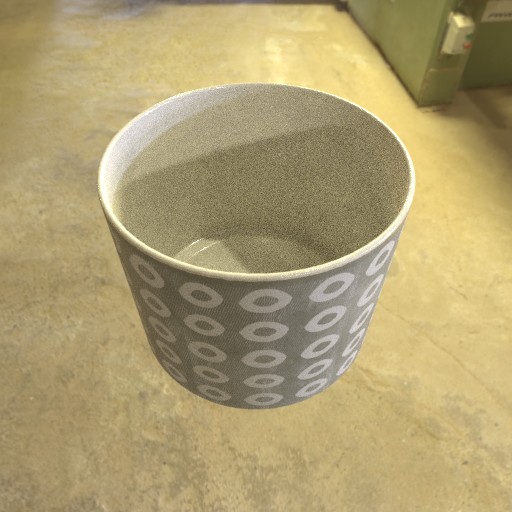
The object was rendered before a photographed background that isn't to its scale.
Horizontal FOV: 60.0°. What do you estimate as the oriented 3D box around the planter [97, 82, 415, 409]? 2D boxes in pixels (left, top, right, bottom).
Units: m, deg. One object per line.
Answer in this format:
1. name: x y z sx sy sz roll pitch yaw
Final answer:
1. planter: 0.000 0.000 0.445 0.250 0.239 0.250 0 48 0
